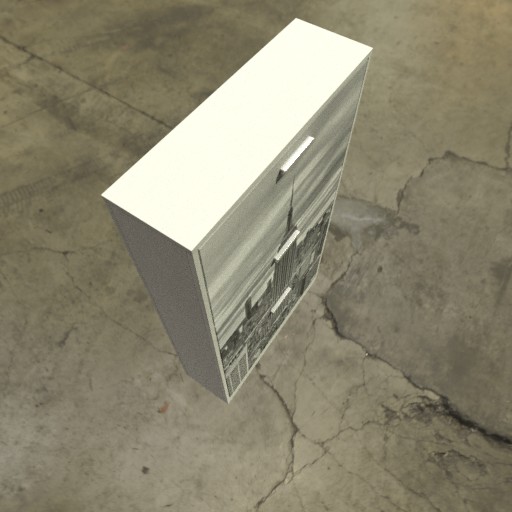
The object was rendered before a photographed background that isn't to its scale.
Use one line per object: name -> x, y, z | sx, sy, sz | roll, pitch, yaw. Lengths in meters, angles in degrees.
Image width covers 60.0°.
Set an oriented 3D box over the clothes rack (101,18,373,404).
clothes rack -> 0.000, 0.000, 1.573 | 0.250, 1.280, 0.750 | 31, 64, 17
